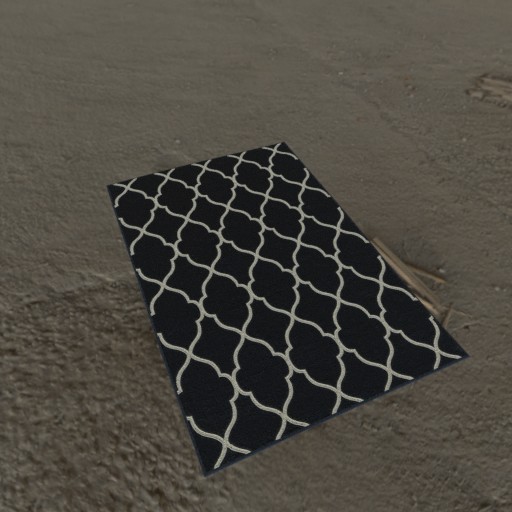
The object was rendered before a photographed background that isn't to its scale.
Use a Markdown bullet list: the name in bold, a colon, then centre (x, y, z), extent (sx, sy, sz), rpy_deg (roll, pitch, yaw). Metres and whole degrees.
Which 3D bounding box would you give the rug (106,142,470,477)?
- **rug**: centre (0.000, 0.000, 2.897), extent (1.526, 0.014, 2.290), rpy_deg (-18, 49, -16)
